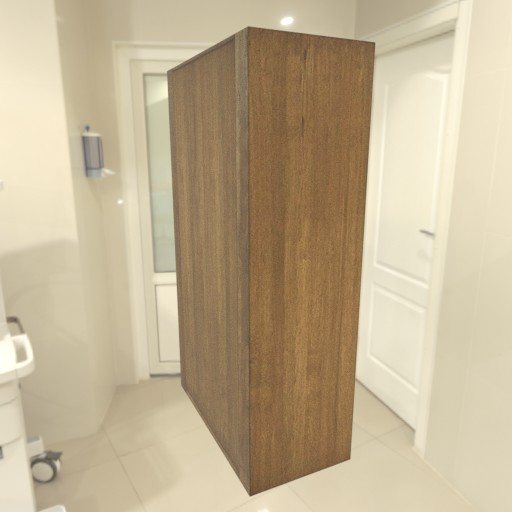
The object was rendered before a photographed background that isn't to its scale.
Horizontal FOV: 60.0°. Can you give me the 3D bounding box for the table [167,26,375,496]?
[{"bbox_3d":[0.000,0.000,2.428,0.600,2.000,1.100,-7,15,-25],"label":"table"}]
